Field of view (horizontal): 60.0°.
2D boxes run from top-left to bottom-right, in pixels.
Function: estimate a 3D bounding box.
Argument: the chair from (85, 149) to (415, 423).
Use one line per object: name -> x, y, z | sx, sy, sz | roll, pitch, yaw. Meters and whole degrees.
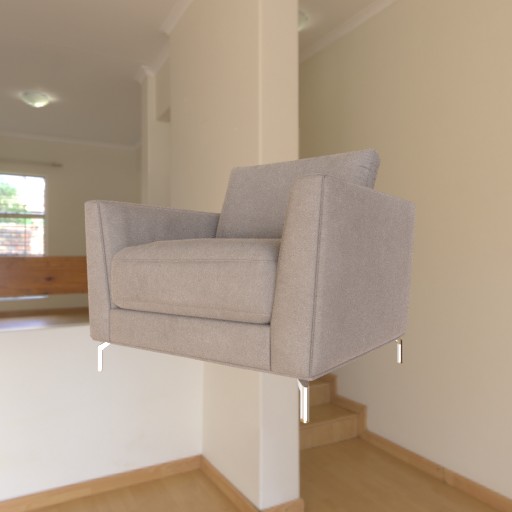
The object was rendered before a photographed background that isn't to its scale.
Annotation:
chair -> 0.000, 0.000, 1.729 | 1.041, 0.864, 0.889 | 0, 0, 36
